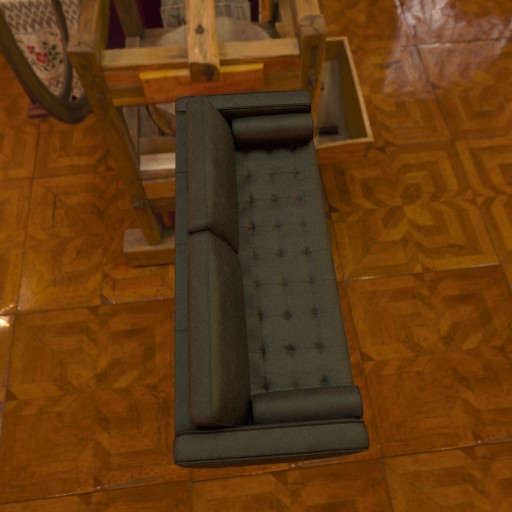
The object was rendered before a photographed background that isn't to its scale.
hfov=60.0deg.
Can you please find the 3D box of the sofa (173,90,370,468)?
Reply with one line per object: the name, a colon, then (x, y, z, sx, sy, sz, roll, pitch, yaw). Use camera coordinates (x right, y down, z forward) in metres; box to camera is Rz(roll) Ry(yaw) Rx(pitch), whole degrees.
sofa: (0.000, 0.000, 2.594, 0.914, 0.762, 2.210, -4, 65, -2)
